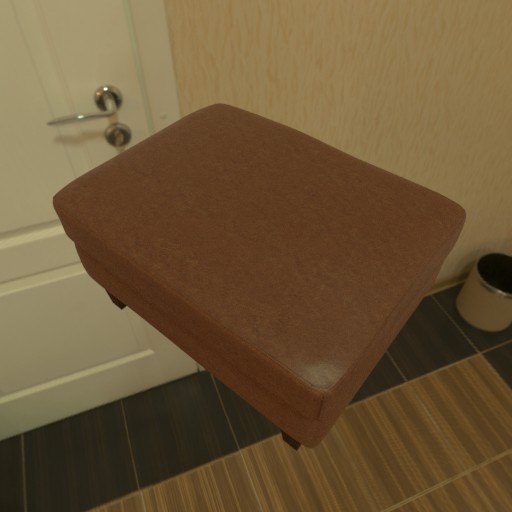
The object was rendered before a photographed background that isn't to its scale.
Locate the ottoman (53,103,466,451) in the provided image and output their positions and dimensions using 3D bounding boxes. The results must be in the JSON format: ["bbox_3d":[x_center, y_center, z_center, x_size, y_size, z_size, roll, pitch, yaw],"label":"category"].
[{"bbox_3d":[0.000,0.000,1.232,0.851,0.485,0.650,31,55,25],"label":"ottoman"}]
